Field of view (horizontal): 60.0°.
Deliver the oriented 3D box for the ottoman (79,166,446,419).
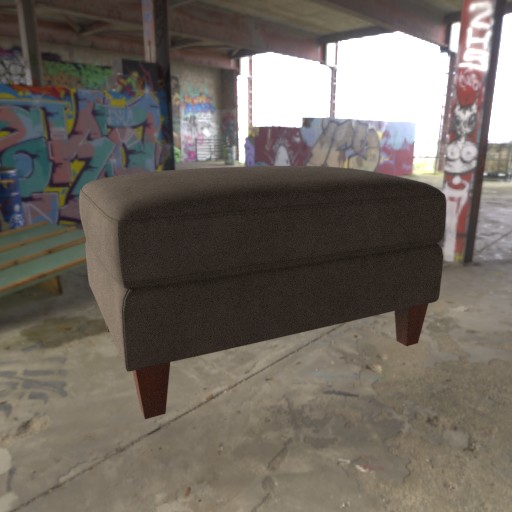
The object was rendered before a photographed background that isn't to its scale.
[{"bbox_3d":[0.000,0.000,1.240,0.864,0.483,0.584,-8,17,-26],"label":"ottoman"}]
